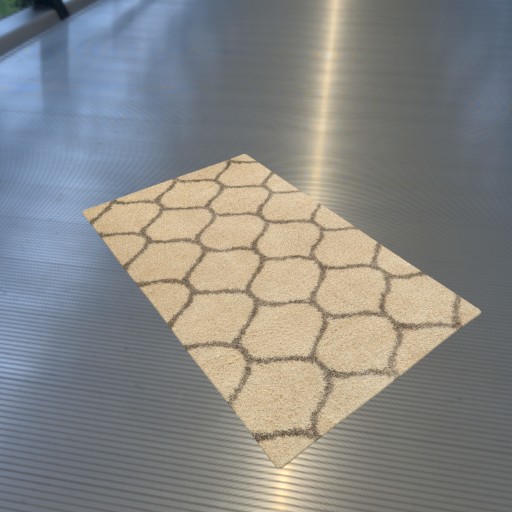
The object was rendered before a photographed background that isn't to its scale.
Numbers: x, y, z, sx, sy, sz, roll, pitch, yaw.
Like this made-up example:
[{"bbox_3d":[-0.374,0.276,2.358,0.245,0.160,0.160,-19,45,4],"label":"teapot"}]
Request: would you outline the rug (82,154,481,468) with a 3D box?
[{"bbox_3d":[0.000,0.000,2.925,1.501,0.024,2.348,-26,47,-27],"label":"rug"}]
